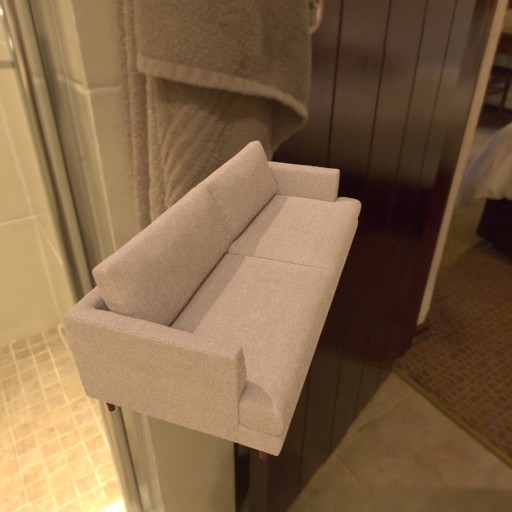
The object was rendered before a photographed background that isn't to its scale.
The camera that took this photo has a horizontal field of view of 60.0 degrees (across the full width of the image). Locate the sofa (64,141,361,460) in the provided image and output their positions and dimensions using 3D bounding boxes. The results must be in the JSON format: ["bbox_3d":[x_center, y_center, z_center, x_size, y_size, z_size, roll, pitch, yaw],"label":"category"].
[{"bbox_3d":[0.000,0.000,2.797,1.020,0.868,2.250,10,32,17],"label":"sofa"}]
